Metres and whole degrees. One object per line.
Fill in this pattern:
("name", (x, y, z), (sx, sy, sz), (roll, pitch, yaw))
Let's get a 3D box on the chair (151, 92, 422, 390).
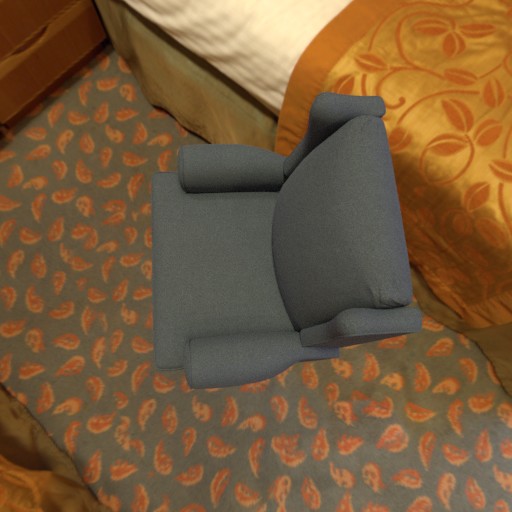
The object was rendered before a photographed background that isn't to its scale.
("chair", (0.000, 0.000, 1.741), (0.877, 1.020, 0.971), (-4, 75, -1))
